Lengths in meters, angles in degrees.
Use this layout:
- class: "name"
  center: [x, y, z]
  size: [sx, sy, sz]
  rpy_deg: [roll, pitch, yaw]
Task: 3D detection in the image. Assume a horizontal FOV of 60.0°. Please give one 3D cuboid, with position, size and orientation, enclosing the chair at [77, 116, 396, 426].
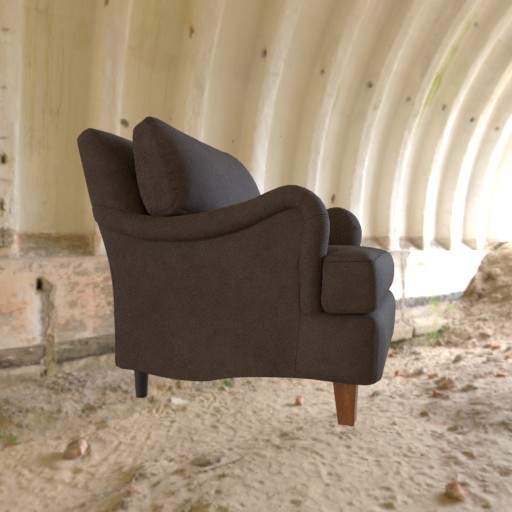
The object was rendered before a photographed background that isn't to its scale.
- class: "chair"
  center: [0.000, 0.000, 1.818]
  size: [1.070, 0.997, 0.955]
  rpy_deg: [0, 1, 20]
